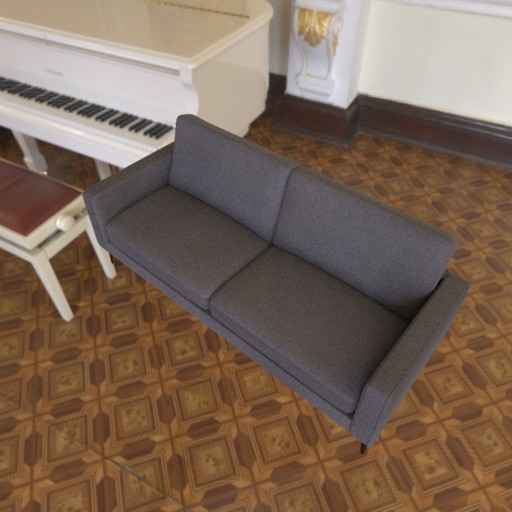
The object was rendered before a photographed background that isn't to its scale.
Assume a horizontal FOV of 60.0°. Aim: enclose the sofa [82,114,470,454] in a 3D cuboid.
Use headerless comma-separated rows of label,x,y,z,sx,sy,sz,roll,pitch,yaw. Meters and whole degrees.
sofa,0.000,0.000,2.346,1.925,0.828,0.774,31,53,27
